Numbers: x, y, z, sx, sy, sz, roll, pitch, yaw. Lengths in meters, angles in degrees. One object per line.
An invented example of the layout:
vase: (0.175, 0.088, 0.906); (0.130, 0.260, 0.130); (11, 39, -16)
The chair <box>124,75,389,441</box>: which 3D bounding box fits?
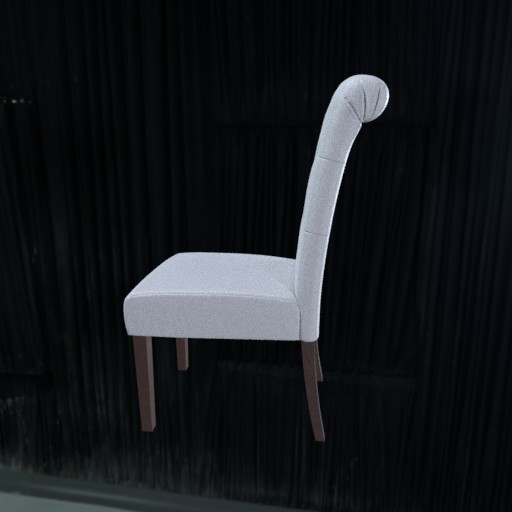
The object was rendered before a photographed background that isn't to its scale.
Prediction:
chair: (0.000, 0.000, 1.360); (0.671, 1.006, 0.456); (2, 15, 7)
